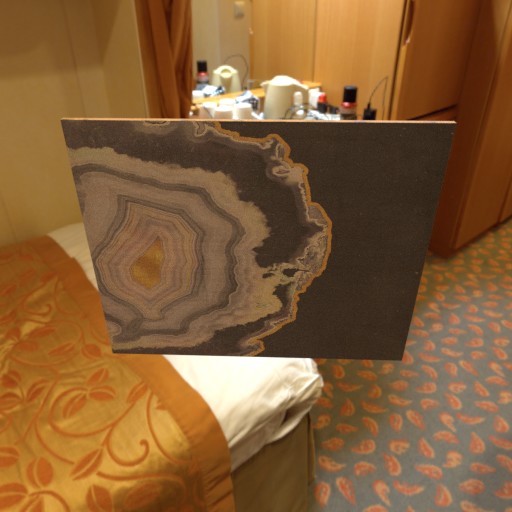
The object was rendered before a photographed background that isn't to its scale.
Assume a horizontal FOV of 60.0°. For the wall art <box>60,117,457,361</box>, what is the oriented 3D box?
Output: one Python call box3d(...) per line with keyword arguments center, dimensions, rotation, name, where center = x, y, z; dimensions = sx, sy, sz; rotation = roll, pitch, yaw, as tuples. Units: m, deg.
box3d(center=(0.000, 0.000, 0.676), dimensions=(0.508, 0.408, 0.010), rotation=(1, 31, 2), name="wall art")
